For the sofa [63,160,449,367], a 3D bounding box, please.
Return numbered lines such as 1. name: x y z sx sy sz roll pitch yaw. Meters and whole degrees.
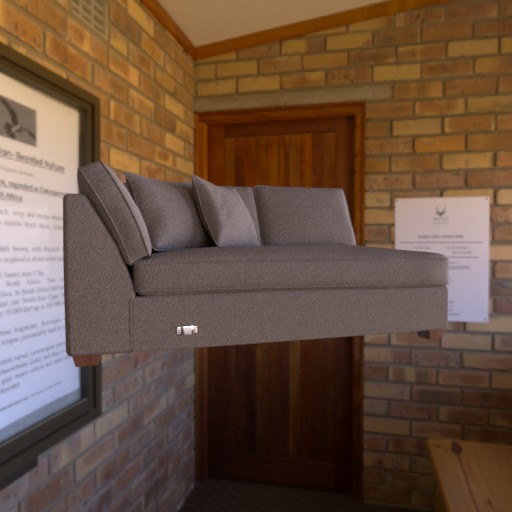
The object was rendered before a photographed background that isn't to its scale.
1. sofa: 0.000 0.000 2.892 2.237 1.033 1.110 0 1 -19
